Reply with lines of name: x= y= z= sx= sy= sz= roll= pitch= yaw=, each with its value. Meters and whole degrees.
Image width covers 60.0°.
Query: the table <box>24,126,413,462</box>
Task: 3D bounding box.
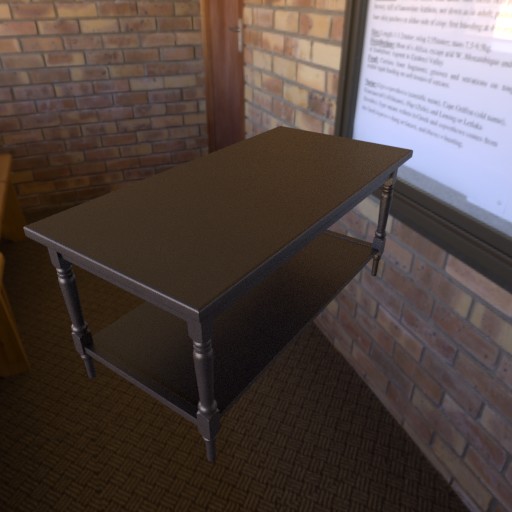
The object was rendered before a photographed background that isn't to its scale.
table: x=0.000 y=0.000 z=1.416 sx=0.550 sy=0.510 sz=1.107 roll=20 pitch=36 yaw=30
